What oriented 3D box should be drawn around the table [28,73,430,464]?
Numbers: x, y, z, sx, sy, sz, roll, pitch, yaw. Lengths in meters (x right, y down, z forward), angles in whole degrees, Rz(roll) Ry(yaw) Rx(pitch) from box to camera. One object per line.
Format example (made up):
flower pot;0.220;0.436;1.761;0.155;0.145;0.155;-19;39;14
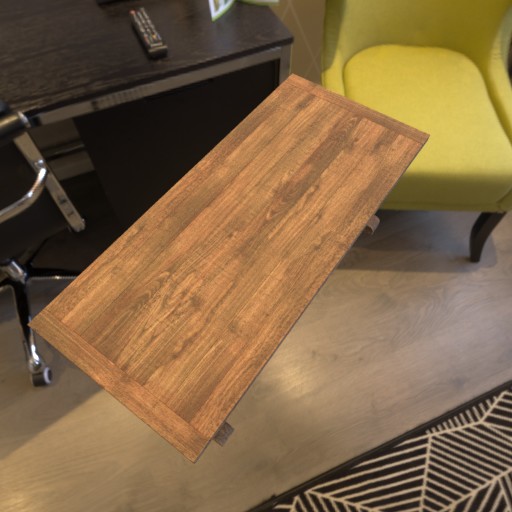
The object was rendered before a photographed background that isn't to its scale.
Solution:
table;0.000;0.000;2.464;0.907;0.733;2.031;32;64;18
